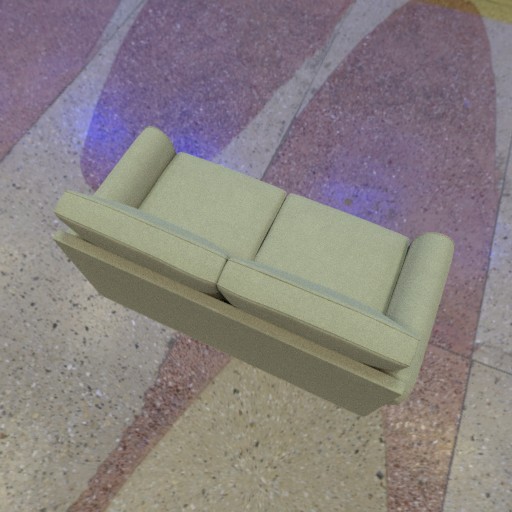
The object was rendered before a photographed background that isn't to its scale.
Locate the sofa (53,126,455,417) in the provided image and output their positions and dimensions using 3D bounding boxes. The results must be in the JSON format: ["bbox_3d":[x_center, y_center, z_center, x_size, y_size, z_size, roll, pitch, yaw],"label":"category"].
[{"bbox_3d":[0.000,0.000,2.244,1.774,0.933,0.861,22,66,11],"label":"sofa"}]
